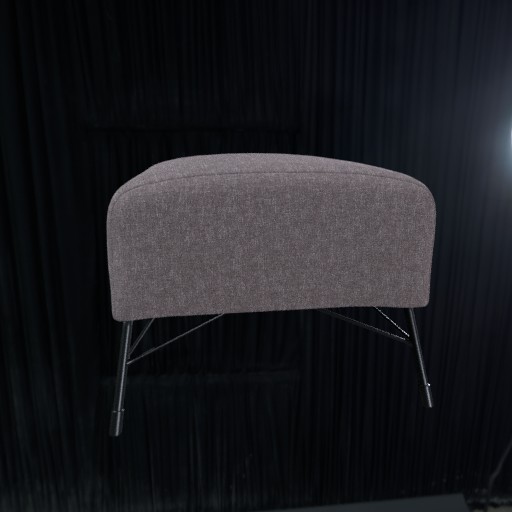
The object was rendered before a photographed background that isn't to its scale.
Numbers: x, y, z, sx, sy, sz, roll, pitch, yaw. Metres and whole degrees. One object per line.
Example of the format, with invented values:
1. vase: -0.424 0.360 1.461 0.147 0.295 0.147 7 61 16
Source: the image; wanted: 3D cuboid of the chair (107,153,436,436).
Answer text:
1. chair: 0.000 0.000 0.910 0.530 0.410 0.530 -2 14 -8
